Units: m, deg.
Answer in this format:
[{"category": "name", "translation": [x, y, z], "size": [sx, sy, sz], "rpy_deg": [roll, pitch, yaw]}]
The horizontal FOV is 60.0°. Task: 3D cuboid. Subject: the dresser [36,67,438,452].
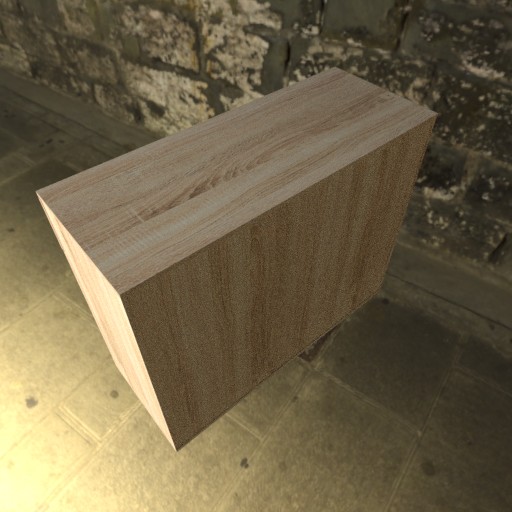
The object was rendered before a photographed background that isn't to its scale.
[{"category": "dresser", "translation": [0.000, 0.000, 1.576], "size": [1.100, 0.900, 0.450], "rpy_deg": [-32, 55, -26]}]
